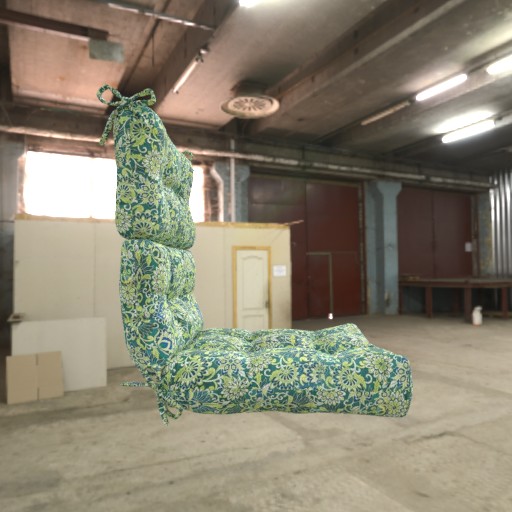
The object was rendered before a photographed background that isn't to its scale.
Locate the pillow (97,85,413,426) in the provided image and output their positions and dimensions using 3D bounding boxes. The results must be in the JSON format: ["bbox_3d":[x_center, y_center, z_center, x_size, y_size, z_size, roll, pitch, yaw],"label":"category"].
[{"bbox_3d":[0.000,0.000,1.011,0.571,0.605,0.519,0,-2,1],"label":"pillow"}]
